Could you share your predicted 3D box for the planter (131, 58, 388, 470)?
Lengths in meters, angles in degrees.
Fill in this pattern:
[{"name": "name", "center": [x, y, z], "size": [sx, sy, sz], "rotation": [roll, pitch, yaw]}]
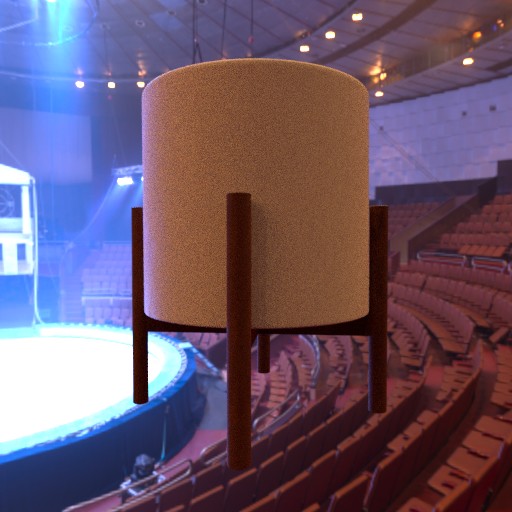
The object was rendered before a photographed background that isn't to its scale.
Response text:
[{"name": "planter", "center": [0.000, 0.000, 0.851], "size": [0.421, 0.581, 0.420], "rotation": [-1, 2, -37]}]
